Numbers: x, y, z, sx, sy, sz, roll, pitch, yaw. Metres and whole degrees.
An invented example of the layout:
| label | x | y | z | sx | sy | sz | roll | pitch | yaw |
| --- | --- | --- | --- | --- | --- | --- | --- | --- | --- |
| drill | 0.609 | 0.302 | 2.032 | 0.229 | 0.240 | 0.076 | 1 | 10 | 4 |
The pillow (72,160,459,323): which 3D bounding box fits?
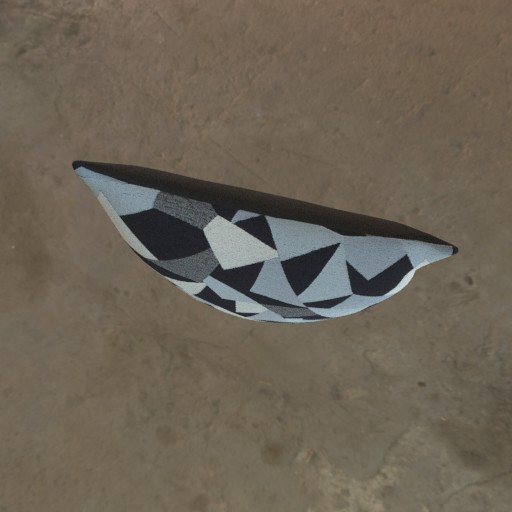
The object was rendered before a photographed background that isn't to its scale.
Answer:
| label | x | y | z | sx | sy | sz | roll | pitch | yaw |
| --- | --- | --- | --- | --- | --- | --- | --- | --- | --- |
| pillow | 0.000 | 0.000 | 0.777 | 0.503 | 0.496 | 0.208 | 13 | 77 | 3 |
